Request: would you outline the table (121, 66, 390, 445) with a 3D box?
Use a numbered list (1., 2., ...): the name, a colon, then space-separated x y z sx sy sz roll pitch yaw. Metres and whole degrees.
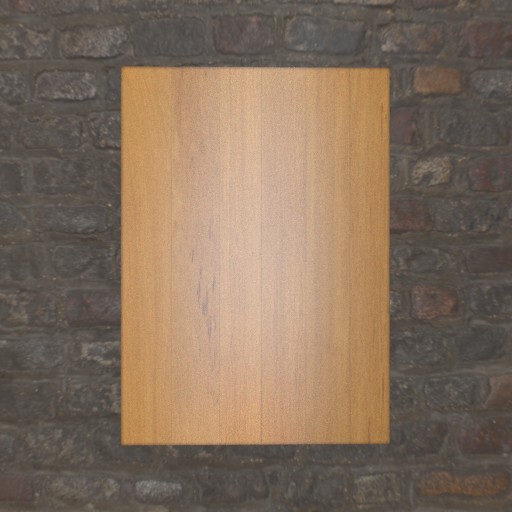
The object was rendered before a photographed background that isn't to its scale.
1. table: 0.000 0.000 0.947 0.400 0.605 0.550 0 90 -1
